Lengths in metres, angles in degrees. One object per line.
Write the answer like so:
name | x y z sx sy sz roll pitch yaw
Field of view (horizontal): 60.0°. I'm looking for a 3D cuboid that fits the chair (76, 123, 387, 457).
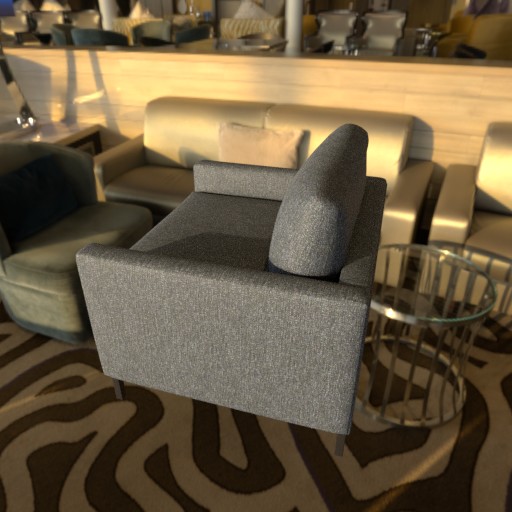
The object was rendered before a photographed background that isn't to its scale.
chair | 0.000 0.000 1.663 0.866 0.861 0.963 9 31 15
